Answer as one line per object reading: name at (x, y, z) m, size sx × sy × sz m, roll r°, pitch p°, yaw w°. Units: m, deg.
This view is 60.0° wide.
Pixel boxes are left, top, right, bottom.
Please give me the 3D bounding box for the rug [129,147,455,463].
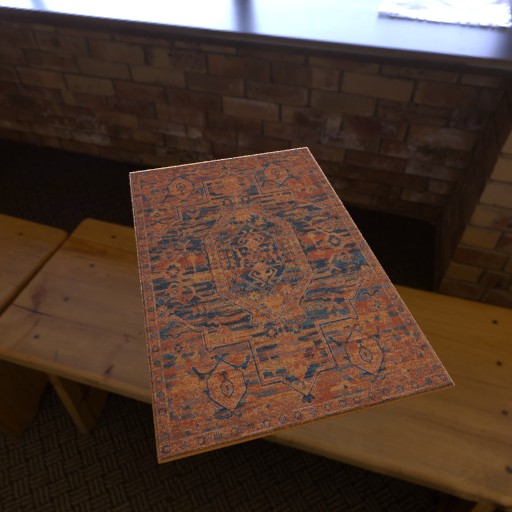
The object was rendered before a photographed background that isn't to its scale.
rug at (0.000, 0.000, 2.214) m, size 1.148 × 0.013 × 1.758 m, roll -10°, pitch 47°, yaw -10°
